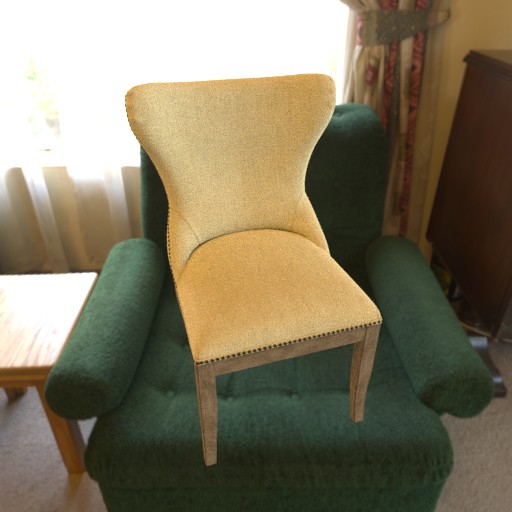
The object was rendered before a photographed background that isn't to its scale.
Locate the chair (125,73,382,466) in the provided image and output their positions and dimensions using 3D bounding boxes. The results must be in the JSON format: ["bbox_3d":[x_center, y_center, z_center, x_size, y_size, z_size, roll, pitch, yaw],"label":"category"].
[{"bbox_3d":[0.000,0.000,1.418,0.654,1.002,0.681,-10,33,-15],"label":"chair"}]
